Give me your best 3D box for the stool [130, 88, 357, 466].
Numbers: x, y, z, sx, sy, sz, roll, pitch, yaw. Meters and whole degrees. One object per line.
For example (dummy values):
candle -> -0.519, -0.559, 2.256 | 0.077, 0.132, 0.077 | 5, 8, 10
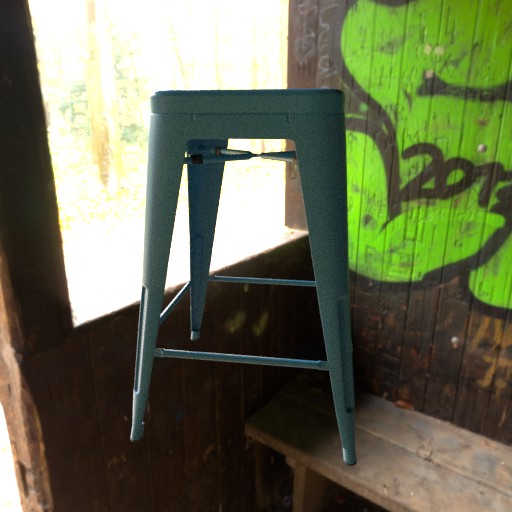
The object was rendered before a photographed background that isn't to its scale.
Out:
stool -> 0.000, 0.000, 0.884 | 0.410, 0.608, 0.410 | 3, 18, 8
